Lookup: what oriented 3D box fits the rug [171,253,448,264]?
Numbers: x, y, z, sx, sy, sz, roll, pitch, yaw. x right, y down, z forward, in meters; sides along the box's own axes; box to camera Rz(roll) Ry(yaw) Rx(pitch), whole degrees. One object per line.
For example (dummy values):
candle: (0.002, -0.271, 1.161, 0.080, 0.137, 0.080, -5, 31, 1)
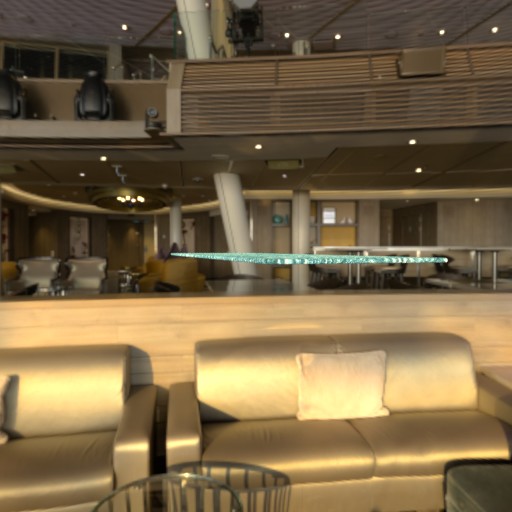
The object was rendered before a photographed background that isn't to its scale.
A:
rug: (0.000, 0.000, 2.538, 0.676, 0.016, 2.286, 0, 1, -18)
